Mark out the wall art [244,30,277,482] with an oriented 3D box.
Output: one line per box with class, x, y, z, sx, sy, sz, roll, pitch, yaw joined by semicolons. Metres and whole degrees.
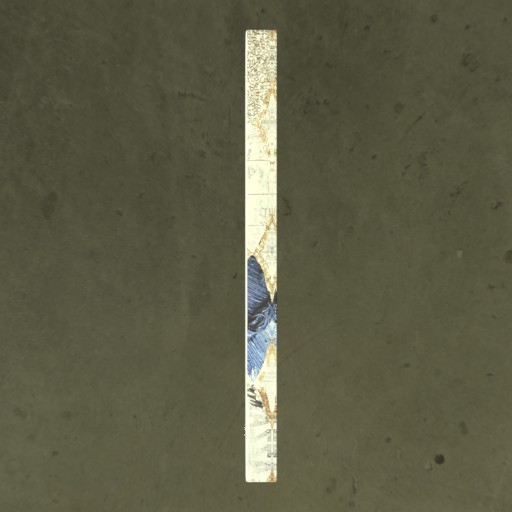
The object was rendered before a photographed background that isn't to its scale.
wall art;0.000;0.000;0.747;0.038;0.508;0.507;0;90;-1
